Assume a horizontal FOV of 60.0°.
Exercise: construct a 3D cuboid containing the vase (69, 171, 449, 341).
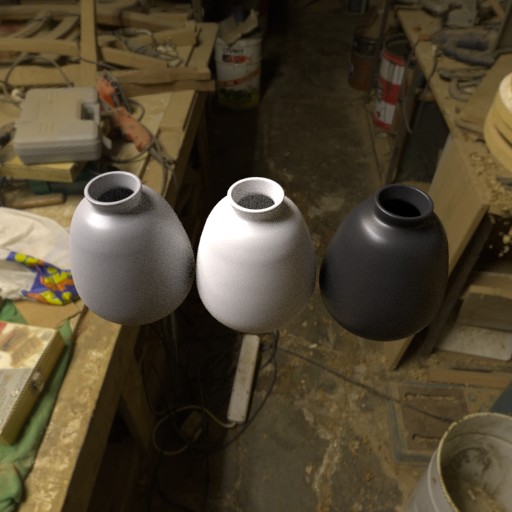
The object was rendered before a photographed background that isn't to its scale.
[{"bbox_3d":[0.000,0.000,0.347,0.297,0.122,0.097,3,45,3],"label":"vase"}]
